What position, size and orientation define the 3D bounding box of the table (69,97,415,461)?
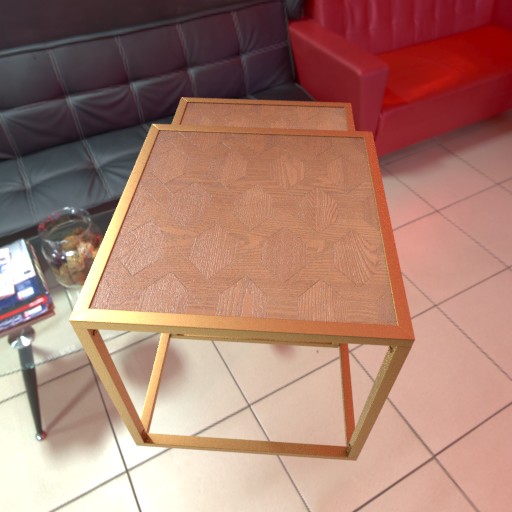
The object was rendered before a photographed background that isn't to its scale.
[{"bbox_3d":[0.000,0.000,1.082,0.505,0.505,0.762,3,47,2],"label":"table"}]
